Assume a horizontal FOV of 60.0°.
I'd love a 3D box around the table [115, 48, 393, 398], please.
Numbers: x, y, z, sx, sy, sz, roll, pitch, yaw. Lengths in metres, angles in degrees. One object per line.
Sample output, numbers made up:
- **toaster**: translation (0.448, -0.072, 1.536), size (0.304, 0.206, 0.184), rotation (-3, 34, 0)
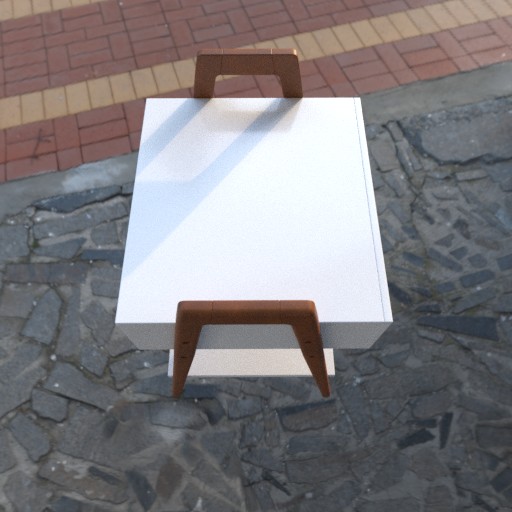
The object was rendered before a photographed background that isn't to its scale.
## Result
- **table**: translation (0.000, 0.000, 0.889), size (0.405, 0.610, 0.457), rotation (0, 64, 0)
